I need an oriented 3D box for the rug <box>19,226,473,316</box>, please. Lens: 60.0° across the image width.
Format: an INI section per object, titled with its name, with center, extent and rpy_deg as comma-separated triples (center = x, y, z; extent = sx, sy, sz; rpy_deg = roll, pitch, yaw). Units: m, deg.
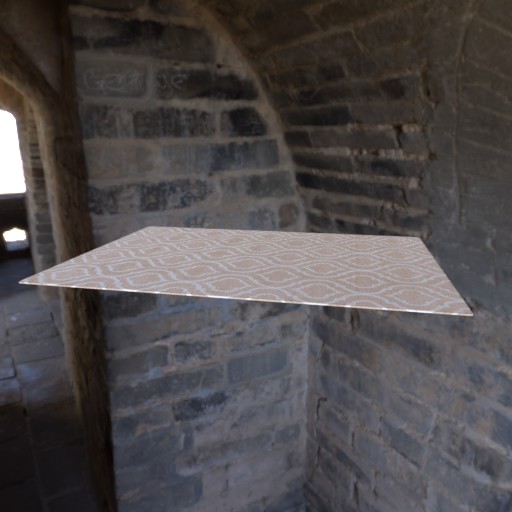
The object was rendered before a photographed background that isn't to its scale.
[rug]
center = 0.000, 0.000, 2.742
extent = 2.134, 0.010, 1.524
rpy_deg = 3, 15, 11
